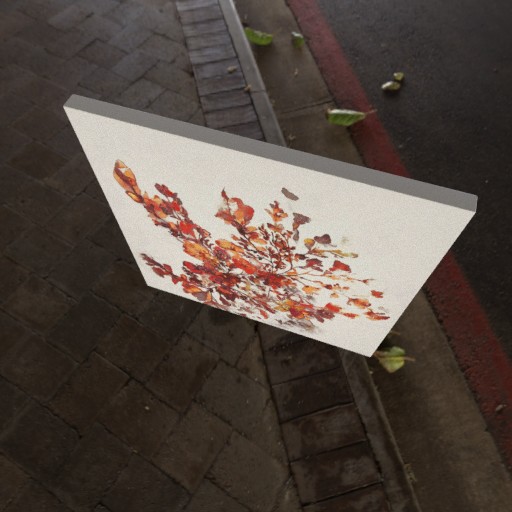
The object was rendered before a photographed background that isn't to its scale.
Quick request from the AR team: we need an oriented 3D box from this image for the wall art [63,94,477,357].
[{"bbox_3d":[0.000,0.000,1.475,1.009,1.009,0.049,17,61,9],"label":"wall art"}]
